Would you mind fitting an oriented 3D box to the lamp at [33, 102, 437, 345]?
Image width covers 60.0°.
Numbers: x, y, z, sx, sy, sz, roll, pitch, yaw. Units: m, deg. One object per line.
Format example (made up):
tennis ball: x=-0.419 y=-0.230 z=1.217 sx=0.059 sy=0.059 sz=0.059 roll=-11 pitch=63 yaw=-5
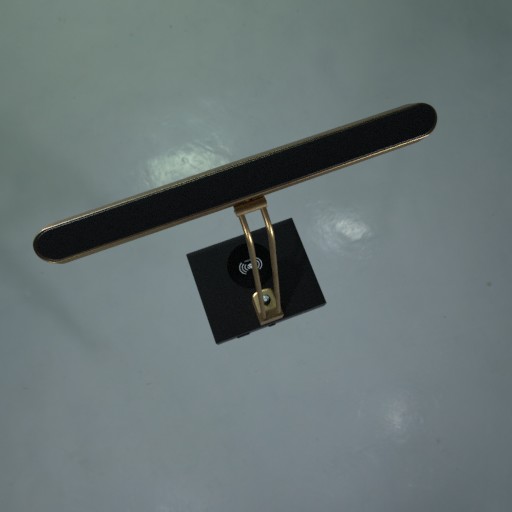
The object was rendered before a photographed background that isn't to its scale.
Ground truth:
lamp: x=0.000 y=0.000 z=0.571 sx=0.412 sy=0.345 sz=0.156 roll=-19 pitch=76 yaw=-5
